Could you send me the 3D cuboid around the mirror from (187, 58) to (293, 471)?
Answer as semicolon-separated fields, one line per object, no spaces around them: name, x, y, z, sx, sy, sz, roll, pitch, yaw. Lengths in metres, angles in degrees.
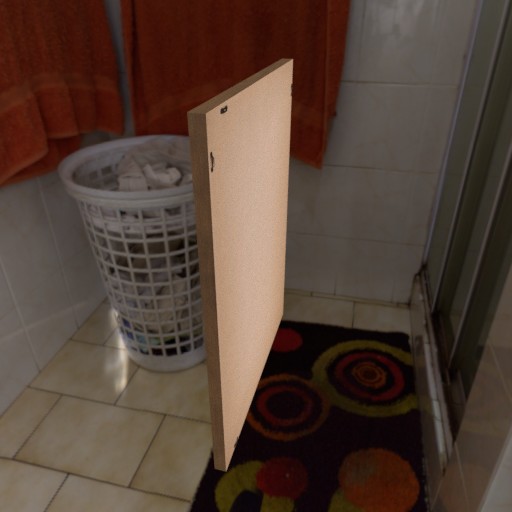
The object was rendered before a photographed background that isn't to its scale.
mirror;0.000;0.000;1.347;0.040;1.016;0.762;8;32;13
